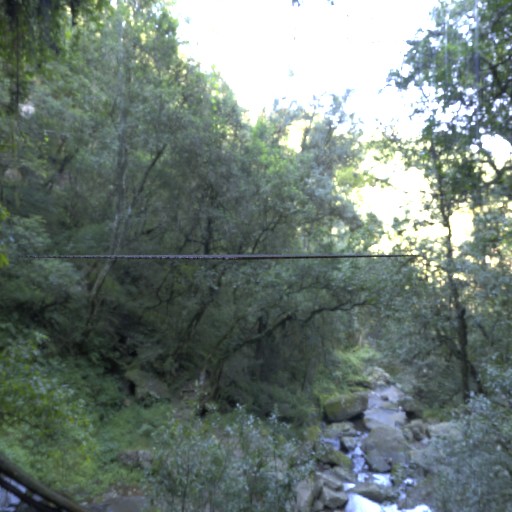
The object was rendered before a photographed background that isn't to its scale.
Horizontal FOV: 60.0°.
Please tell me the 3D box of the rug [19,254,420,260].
[{"bbox_3d":[0.000,0.000,2.495,1.237,0.010,2.029,0,0,36],"label":"rug"}]
